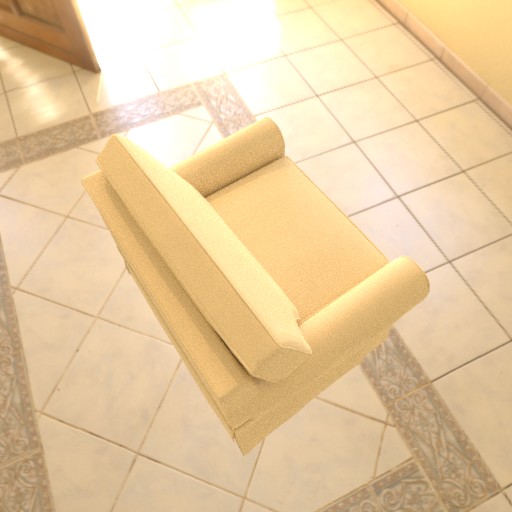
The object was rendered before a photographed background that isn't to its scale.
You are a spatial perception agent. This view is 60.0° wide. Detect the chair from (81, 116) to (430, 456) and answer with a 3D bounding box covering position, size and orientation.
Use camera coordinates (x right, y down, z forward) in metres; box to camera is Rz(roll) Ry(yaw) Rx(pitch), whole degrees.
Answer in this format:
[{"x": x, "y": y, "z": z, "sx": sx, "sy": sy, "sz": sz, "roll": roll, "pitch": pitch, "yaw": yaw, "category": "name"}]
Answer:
[{"x": 0.000, "y": 0.000, "z": 1.817, "sx": 0.904, "sy": 0.958, "sz": 1.099, "roll": -31, "pitch": 64, "yaw": -17, "category": "chair"}]
